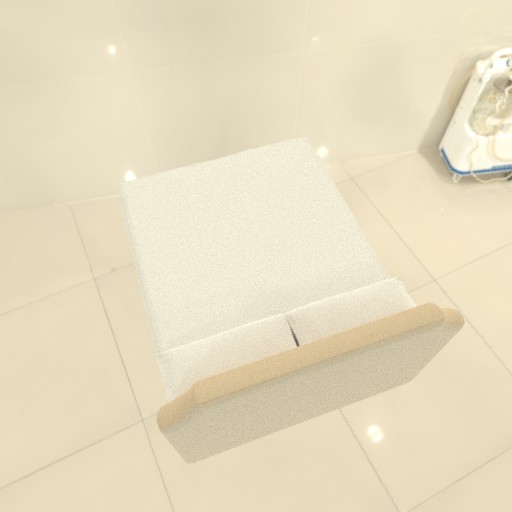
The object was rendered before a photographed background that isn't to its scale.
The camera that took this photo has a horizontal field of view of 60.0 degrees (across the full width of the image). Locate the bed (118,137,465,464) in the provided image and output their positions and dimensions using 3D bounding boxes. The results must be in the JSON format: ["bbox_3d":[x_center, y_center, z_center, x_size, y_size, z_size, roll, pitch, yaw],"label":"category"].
[{"bbox_3d":[0.000,0.000,3.793,2.134,1.524,2.548,-16,59,-10],"label":"bed"}]
